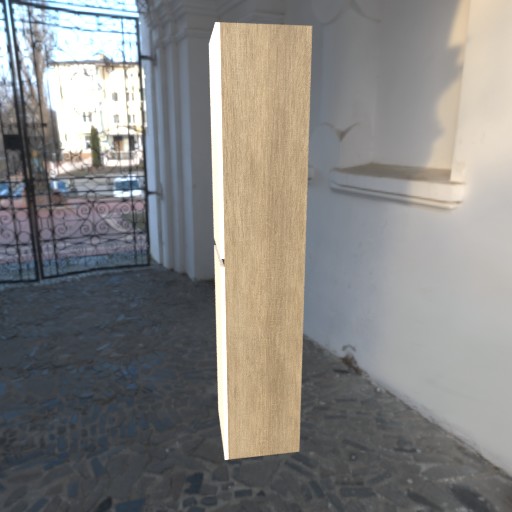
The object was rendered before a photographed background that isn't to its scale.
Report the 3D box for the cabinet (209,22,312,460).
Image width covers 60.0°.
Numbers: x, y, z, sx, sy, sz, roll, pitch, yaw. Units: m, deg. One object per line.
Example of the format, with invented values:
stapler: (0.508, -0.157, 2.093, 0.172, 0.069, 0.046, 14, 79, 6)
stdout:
cabinet: (0.000, 0.000, 1.543, 0.270, 1.400, 0.300, -2, 16, -9)
